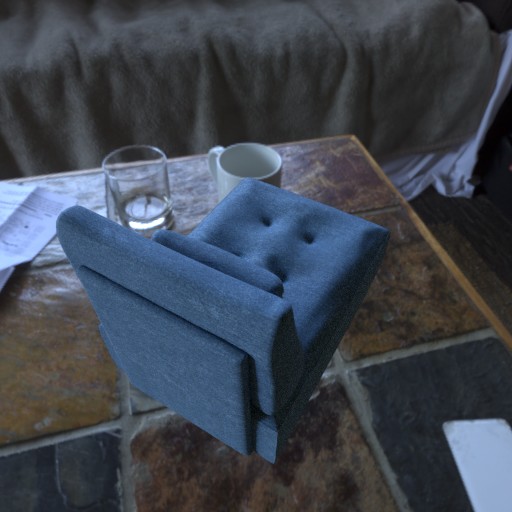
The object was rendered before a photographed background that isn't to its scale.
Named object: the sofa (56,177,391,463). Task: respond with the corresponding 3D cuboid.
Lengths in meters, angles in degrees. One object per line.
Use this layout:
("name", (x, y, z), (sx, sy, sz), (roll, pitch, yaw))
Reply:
("sofa", (0.000, 0.000, 1.556), (0.700, 0.820, 1.000), (24, 52, 20))
